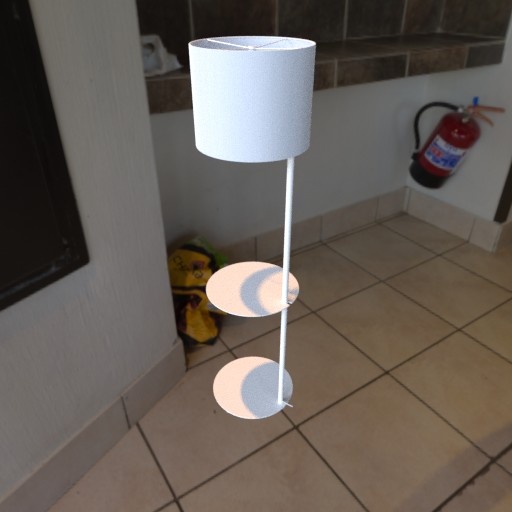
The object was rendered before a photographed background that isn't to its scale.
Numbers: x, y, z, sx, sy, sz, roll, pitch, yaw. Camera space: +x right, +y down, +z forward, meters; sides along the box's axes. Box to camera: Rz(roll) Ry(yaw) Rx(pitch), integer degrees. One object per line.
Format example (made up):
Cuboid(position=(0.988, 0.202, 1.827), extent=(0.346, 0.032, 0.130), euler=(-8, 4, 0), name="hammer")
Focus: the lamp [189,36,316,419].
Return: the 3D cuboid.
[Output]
Cuboid(position=(0.000, 0.000, 1.682), extent=(0.405, 1.465, 0.372), euler=(22, 38, 32), name="lamp")
